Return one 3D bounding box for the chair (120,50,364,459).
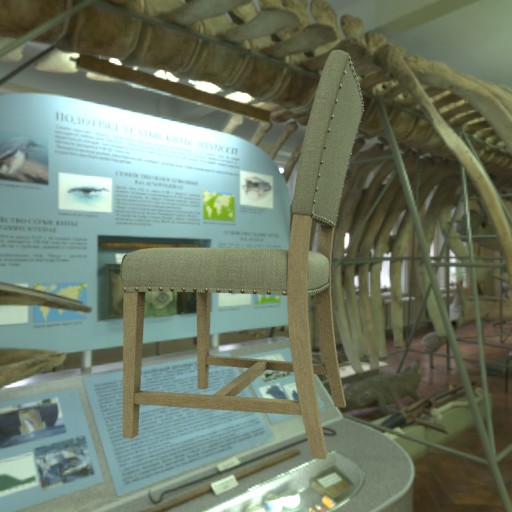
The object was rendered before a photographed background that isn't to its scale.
[{"bbox_3d":[0.000,0.000,1.345,0.622,0.986,0.508,0,0,18],"label":"chair"}]
